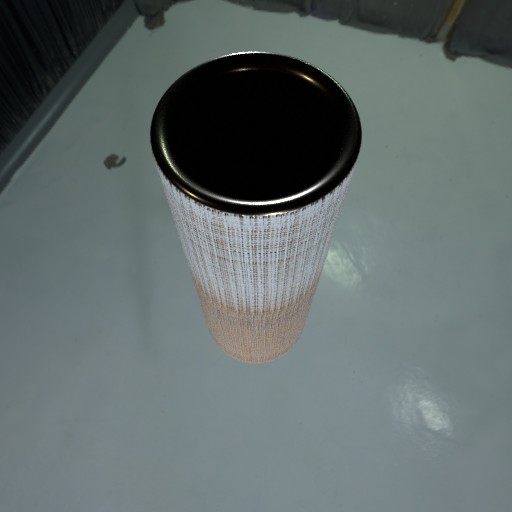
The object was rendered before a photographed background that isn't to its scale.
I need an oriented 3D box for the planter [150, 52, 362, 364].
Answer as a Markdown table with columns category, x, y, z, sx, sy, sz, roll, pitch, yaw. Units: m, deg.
| category | x | y | z | sx | sy | sz | roll | pitch | yaw |
| --- | --- | --- | --- | --- | --- | --- | --- | --- | --- |
| planter | 0.000 | 0.000 | 0.329 | 0.099 | 0.278 | 0.099 | 16 | 65 | 8 |
